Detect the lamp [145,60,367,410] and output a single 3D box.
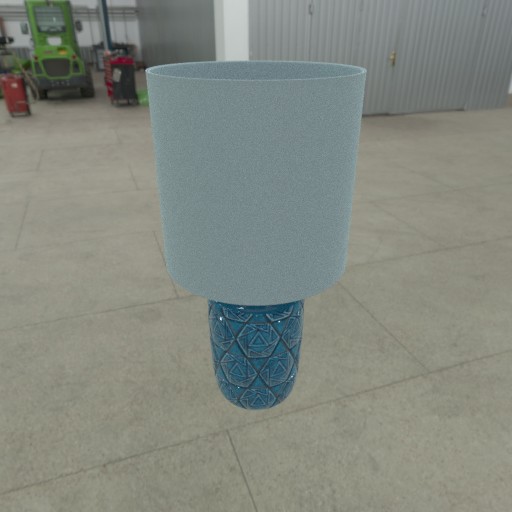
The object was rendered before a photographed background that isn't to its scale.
[{"bbox_3d":[0.000,0.000,0.482,0.193,0.377,0.193,18,32,31],"label":"lamp"}]
